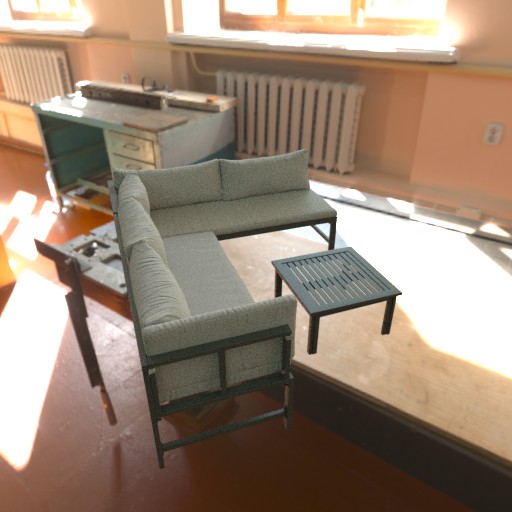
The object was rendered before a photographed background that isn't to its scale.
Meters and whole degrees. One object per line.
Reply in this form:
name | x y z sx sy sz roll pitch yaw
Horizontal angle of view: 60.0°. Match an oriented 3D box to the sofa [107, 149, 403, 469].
sofa | 0.000 0.000 2.887 1.658 0.758 2.096 -10 32 -17
